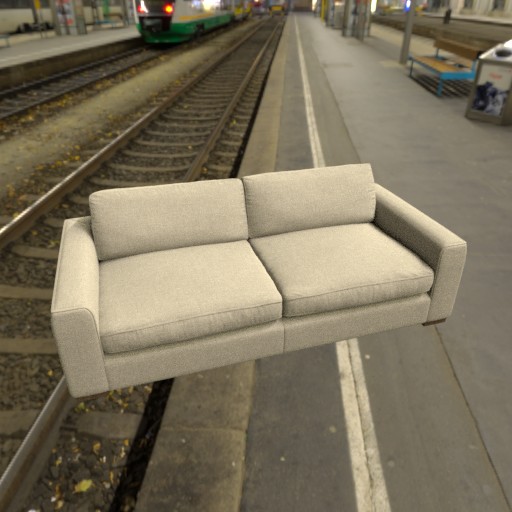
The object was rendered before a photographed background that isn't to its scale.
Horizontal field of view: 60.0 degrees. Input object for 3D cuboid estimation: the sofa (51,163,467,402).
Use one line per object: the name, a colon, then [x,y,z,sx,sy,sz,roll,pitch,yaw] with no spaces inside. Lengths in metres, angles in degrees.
sofa: [0.000,0.000,2.734,2.262,0.801,1.070,-9,31,-15]
